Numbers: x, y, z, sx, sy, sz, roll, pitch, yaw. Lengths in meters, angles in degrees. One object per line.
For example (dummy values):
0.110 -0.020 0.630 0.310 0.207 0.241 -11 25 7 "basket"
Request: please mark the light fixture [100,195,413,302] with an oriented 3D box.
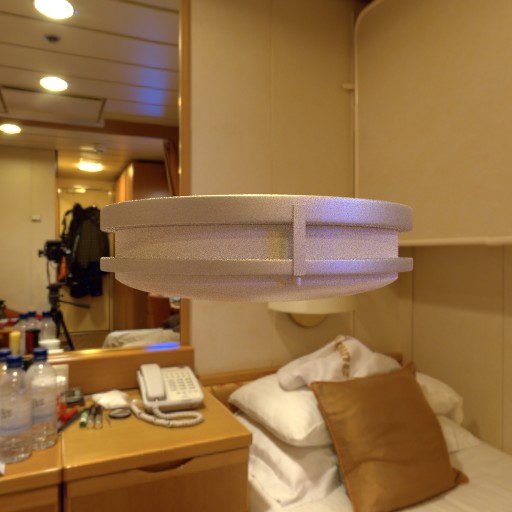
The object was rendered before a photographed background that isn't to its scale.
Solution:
0.000 0.000 0.533 0.356 0.102 0.356 0 0 0 "light fixture"
